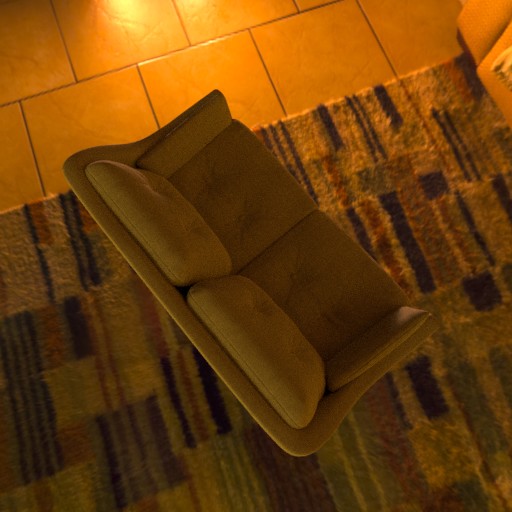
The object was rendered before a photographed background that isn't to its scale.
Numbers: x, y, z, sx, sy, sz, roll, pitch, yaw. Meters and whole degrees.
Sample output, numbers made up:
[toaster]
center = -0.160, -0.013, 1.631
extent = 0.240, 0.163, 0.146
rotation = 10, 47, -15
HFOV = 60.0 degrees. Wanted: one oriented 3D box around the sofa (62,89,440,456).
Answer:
[sofa]
center = 0.000, 0.000, 2.223
extent = 0.965, 0.888, 1.652
rotation = -39, 79, -10
